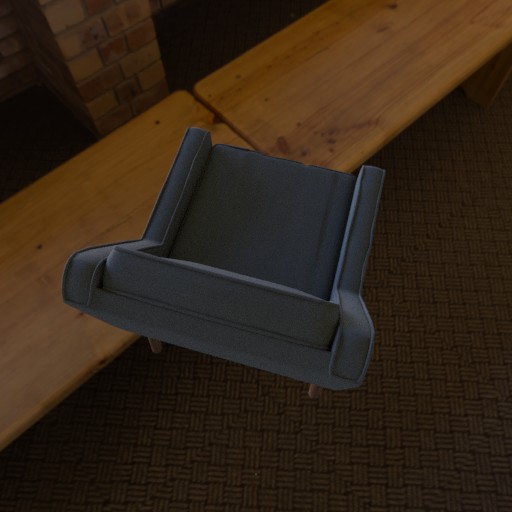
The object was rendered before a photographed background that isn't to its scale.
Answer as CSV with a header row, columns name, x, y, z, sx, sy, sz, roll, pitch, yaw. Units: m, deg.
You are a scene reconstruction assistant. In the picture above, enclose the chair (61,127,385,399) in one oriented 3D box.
name,x,y,z,sx,sy,sz,roll,pitch,yaw
chair,0.000,0.000,1.339,0.663,0.780,0.733,14,65,7
